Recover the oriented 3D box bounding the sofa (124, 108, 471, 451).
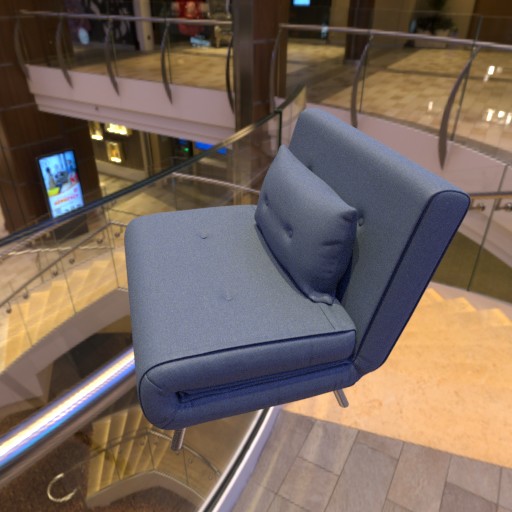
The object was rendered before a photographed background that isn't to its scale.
[{"bbox_3d":[0.000,0.000,1.727,0.996,0.860,0.999,-9,33,-14],"label":"sofa"}]
